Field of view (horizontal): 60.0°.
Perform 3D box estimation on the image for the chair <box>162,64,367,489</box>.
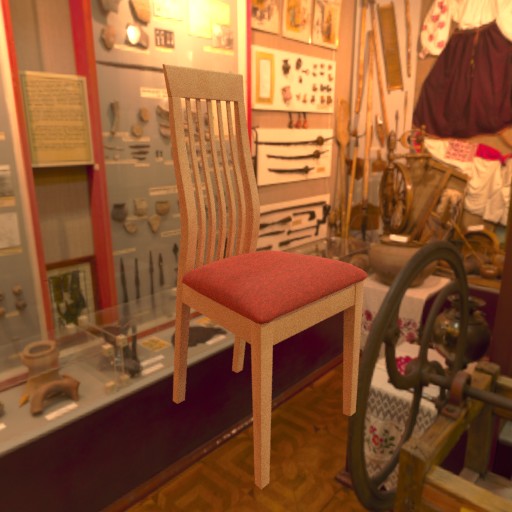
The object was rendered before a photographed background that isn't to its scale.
[{"bbox_3d":[0.000,0.000,1.265,0.474,1.027,0.460,14,21,42],"label":"chair"}]
